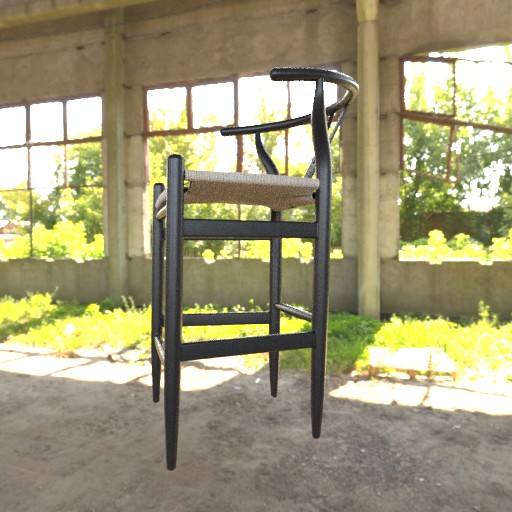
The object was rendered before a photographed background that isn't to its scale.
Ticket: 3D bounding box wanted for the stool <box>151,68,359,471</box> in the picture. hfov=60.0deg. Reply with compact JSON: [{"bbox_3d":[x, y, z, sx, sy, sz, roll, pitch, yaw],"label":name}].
[{"bbox_3d":[0.000,0.000,1.310,0.579,0.970,0.569,0,1,-17],"label":"stool"}]
